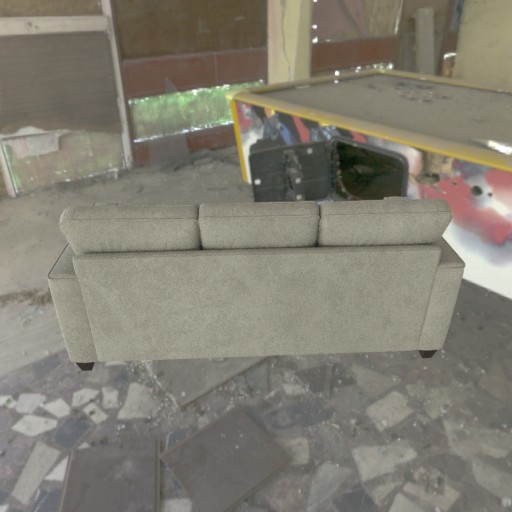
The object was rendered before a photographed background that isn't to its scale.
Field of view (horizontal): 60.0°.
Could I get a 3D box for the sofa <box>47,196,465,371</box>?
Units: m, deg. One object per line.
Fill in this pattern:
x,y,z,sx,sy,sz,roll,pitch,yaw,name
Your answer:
0.000,0.000,2.693,2.133,0.965,0.939,-2,30,-3,sofa
